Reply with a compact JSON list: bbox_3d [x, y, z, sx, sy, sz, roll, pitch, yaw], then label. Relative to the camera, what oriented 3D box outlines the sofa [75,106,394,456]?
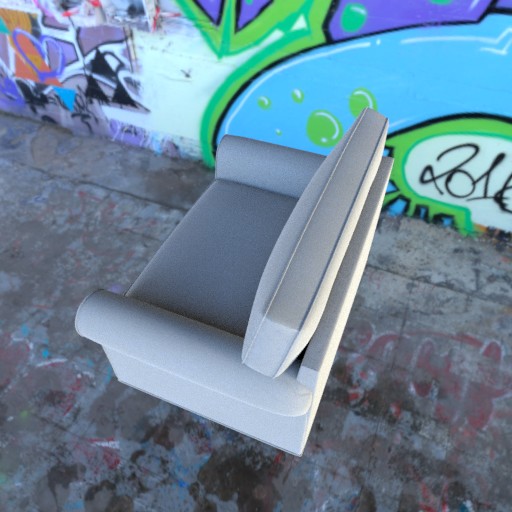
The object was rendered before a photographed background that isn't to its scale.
[{"bbox_3d":[0.000,0.000,2.068,0.937,1.006,1.405,17,49,15],"label":"sofa"}]
